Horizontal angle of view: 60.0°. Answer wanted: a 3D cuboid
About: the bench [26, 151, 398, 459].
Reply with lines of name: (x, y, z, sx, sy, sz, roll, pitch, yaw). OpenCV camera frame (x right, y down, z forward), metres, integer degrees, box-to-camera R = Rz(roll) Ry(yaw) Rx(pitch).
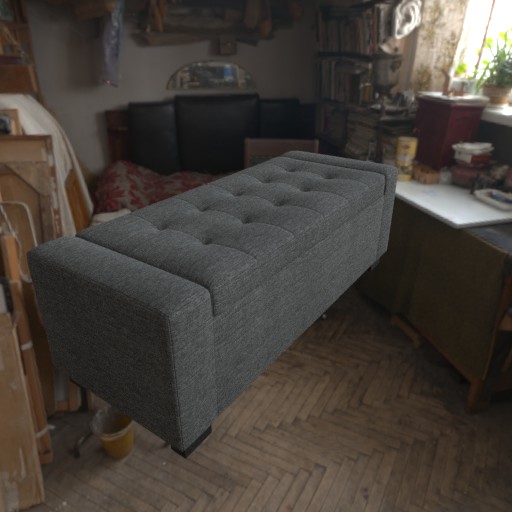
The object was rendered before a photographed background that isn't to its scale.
bench: (0.000, 0.000, 1.531, 0.508, 0.445, 1.296, 18, 32, 31)
